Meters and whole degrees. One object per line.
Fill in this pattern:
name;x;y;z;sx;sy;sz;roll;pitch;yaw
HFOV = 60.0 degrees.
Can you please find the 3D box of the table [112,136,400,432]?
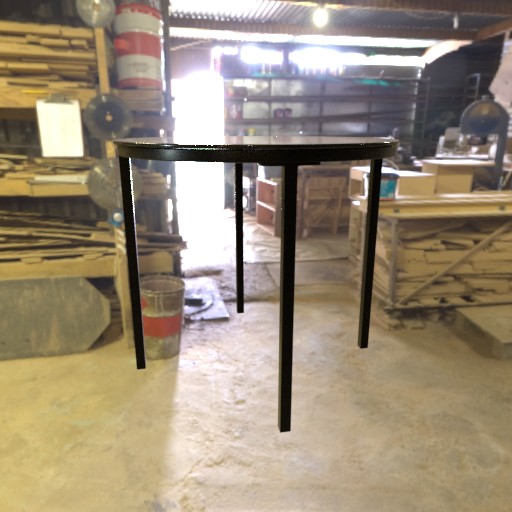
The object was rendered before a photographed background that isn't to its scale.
table;0.000;0.000;0.868;0.499;0.443;0.499;0;16;0
